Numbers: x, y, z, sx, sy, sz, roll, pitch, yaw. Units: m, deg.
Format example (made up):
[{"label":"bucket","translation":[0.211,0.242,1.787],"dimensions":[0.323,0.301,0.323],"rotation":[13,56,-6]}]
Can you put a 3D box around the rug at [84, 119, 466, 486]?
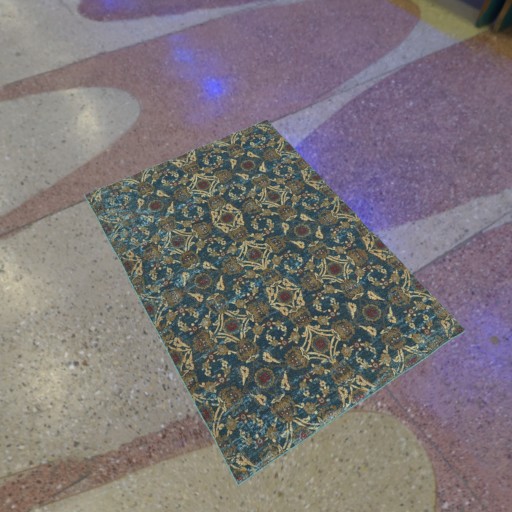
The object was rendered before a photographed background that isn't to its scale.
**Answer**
[{"label":"rug","translation":[0.000,0.000,2.913],"dimensions":[1.567,0.014,2.207],"rotation":[-27,61,-17]}]
